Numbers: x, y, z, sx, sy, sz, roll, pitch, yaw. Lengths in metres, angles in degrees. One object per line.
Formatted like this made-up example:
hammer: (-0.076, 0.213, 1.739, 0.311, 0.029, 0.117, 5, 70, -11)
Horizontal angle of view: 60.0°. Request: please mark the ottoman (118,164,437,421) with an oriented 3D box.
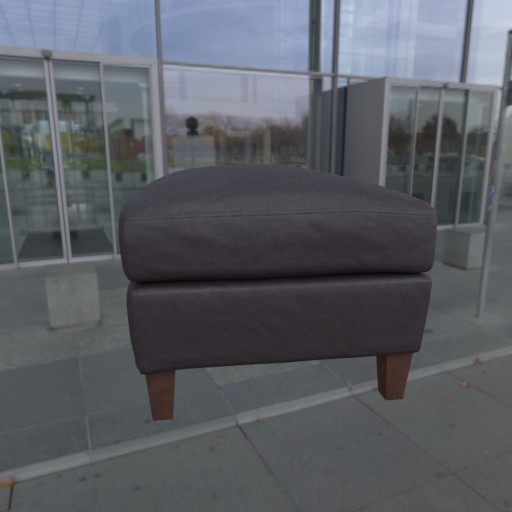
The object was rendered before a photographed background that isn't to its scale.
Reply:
ottoman: (0.000, 0.000, 1.296, 0.659, 0.529, 0.887, -2, 13, -8)
